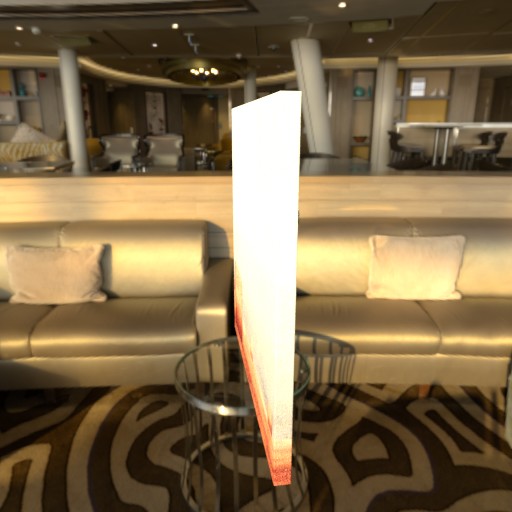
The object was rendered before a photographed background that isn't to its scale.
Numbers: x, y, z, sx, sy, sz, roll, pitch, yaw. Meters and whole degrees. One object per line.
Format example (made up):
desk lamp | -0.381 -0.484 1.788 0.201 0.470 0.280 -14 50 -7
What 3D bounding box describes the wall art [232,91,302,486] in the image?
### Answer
wall art | 0.000 0.000 0.926 0.034 0.605 0.605 -2 17 -8
